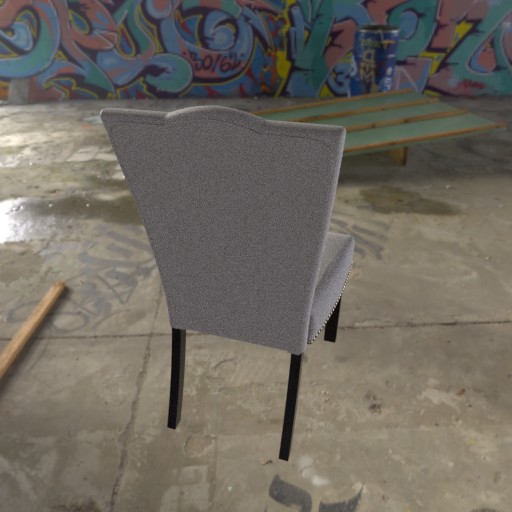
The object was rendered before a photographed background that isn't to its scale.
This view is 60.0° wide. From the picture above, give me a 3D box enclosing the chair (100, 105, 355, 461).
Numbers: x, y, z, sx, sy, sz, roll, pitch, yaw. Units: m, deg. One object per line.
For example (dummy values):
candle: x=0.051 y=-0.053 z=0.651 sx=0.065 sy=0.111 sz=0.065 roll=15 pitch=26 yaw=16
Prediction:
chair: x=0.000 y=0.000 z=1.278 sx=0.518 sy=0.946 sz=0.589 roll=9 pitch=32 yaw=15
